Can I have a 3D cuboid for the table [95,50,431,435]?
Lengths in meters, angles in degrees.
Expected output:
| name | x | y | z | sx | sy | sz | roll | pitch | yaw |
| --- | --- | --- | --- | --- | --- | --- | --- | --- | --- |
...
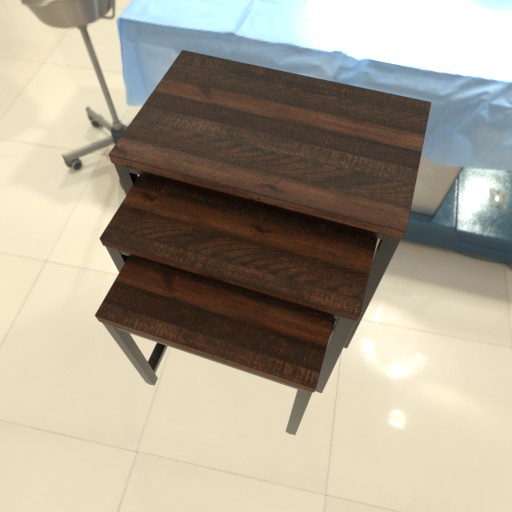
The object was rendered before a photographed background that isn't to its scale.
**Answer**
| name | x | y | z | sx | sy | sz | roll | pitch | yaw |
| --- | --- | --- | --- | --- | --- | --- | --- | --- | --- |
| table | 0.000 | 0.000 | 1.140 | 0.608 | 0.616 | 0.660 | 16 | 59 | 10 |
